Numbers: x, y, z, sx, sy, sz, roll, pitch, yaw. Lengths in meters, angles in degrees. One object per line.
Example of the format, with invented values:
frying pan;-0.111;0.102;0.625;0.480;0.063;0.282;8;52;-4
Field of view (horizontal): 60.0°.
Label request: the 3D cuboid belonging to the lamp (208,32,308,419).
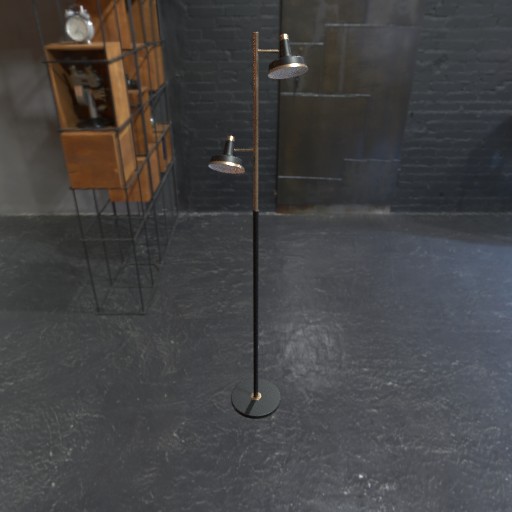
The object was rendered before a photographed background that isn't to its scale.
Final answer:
lamp;0.000;0.000;1.857;0.351;1.674;0.253;1;29;1
